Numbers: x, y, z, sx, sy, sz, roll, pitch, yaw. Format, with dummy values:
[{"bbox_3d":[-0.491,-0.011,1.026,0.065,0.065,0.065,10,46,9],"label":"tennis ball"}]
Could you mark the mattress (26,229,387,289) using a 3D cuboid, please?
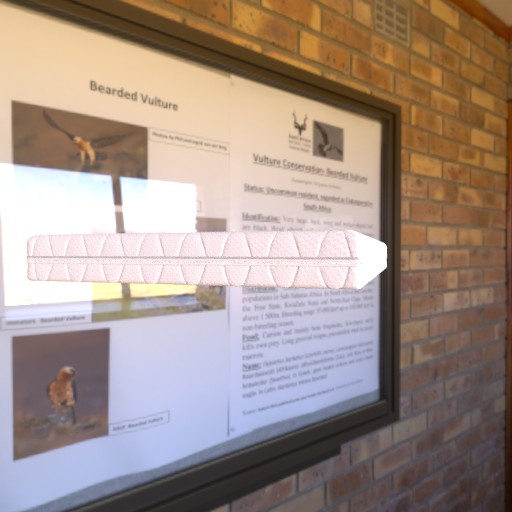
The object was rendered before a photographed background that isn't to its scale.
[{"bbox_3d":[0.000,0.000,2.602,1.400,0.200,2.000,0,1,19],"label":"mattress"}]
